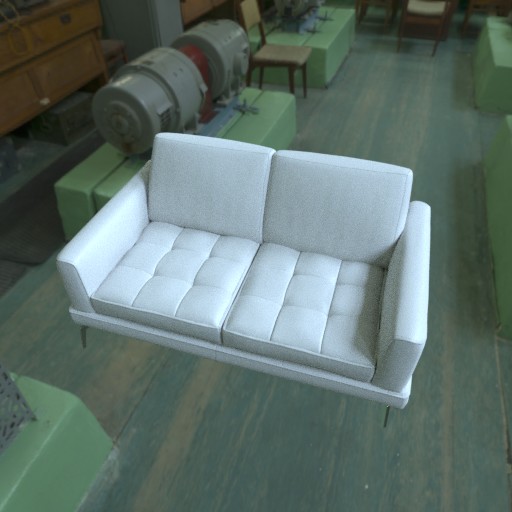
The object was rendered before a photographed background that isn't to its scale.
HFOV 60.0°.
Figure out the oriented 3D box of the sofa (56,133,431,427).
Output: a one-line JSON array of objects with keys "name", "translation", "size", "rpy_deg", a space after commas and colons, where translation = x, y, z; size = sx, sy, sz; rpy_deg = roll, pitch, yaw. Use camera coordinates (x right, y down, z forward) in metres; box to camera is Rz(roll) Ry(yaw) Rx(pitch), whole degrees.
[{"name": "sofa", "translation": [0.000, 0.000, 2.451], "size": [1.819, 0.930, 1.121], "rpy_deg": [12, 43, 13]}]
